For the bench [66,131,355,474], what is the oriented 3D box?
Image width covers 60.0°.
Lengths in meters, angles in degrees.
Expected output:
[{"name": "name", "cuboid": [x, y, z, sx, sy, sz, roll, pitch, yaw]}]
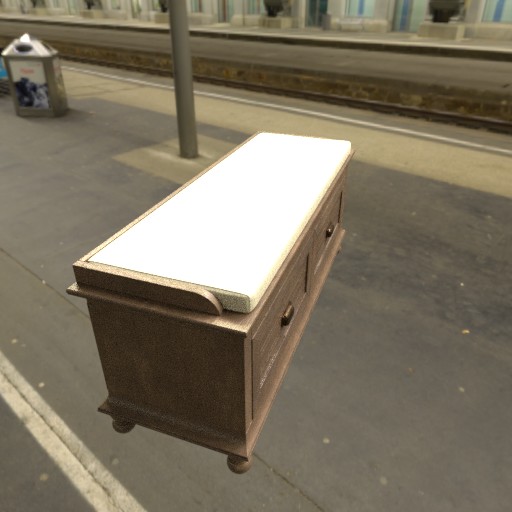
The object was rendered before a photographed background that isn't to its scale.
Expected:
[{"name": "bench", "cuboid": [0.000, 0.000, 1.438, 0.402, 0.501, 1.185, 11, 32, 17]}]
